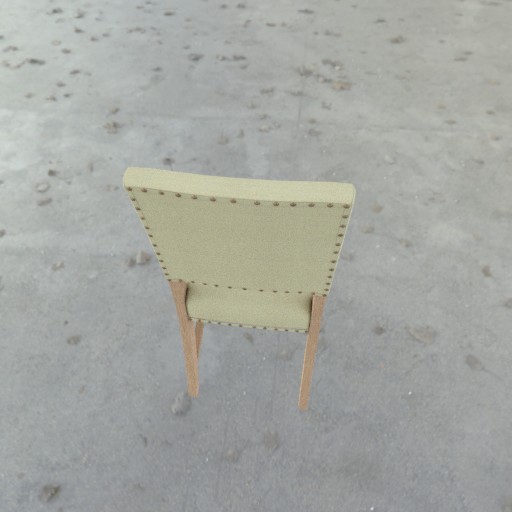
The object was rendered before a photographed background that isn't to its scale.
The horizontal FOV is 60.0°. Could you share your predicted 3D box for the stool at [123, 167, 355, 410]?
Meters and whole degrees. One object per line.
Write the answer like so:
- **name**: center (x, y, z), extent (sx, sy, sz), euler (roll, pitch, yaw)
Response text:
- **stool**: center (0.000, 0.000, 1.364), extent (0.508, 0.986, 0.623), euler (5, 47, 5)
